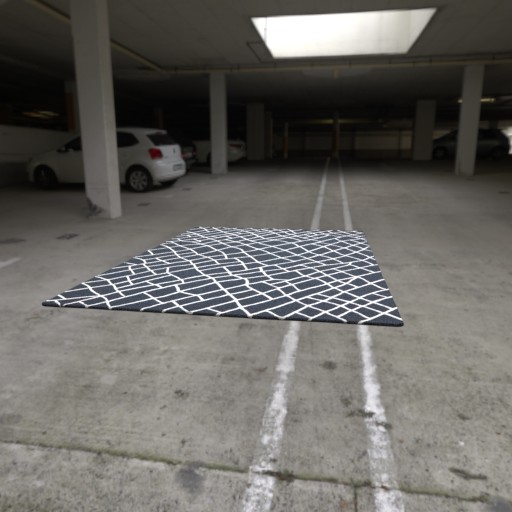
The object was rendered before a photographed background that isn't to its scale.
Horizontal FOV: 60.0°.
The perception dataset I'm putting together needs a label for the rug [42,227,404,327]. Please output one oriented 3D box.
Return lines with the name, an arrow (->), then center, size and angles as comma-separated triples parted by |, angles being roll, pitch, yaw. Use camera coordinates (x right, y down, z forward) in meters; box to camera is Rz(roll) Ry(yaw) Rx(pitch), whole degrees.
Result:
rug -> 0.000, 0.000, 2.324 | 1.223, 0.013, 1.830 | 2, 12, 9
